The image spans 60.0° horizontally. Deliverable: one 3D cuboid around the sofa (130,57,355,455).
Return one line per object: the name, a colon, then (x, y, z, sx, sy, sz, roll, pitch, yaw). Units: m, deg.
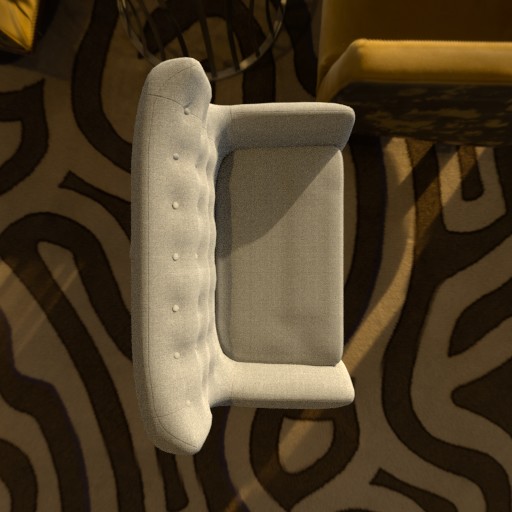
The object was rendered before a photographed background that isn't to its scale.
sofa: (0.000, 0.000, 1.982, 0.884, 1.028, 1.386, 0, 90, -1)
